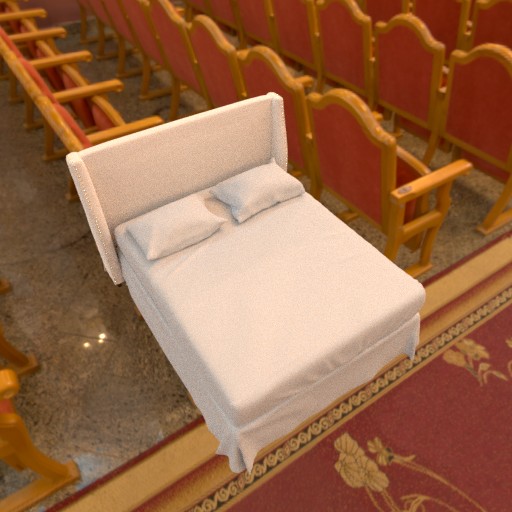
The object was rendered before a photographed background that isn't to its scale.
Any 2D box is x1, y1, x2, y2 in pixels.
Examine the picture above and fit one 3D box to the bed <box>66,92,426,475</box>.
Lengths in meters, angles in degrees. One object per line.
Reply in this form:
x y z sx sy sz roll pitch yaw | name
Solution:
0.000 0.000 3.444 1.925 1.332 2.276 -25 50 -23 | bed
